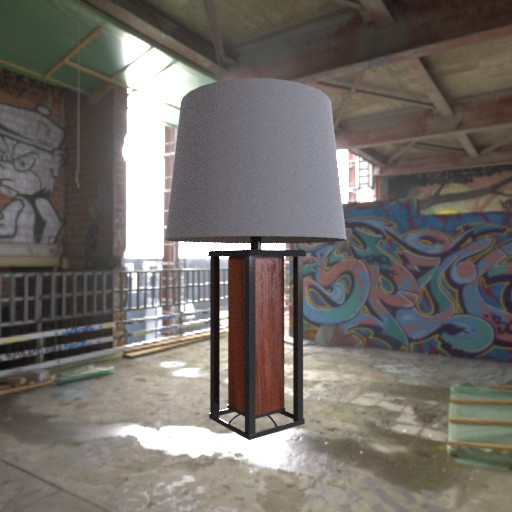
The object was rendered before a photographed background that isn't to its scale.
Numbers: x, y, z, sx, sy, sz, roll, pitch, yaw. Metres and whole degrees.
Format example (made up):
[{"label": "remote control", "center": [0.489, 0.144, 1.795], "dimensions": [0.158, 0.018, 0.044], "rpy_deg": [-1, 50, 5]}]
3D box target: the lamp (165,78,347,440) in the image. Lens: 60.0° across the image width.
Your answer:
[{"label": "lamp", "center": [0.000, 0.000, 0.796], "dimensions": [0.320, 0.591, 0.320], "rpy_deg": [0, 0, 0]}]
